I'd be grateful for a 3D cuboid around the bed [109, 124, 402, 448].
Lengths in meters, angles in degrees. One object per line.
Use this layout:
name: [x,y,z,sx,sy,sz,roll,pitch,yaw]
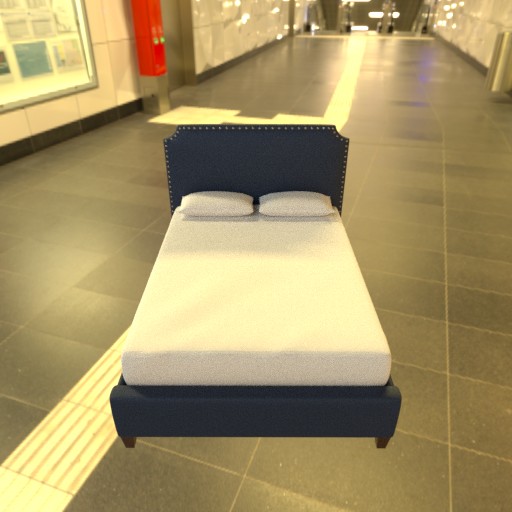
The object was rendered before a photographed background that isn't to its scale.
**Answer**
bed: [0.000,0.000,3.402,1.712,1.443,2.372,0,31,0]
